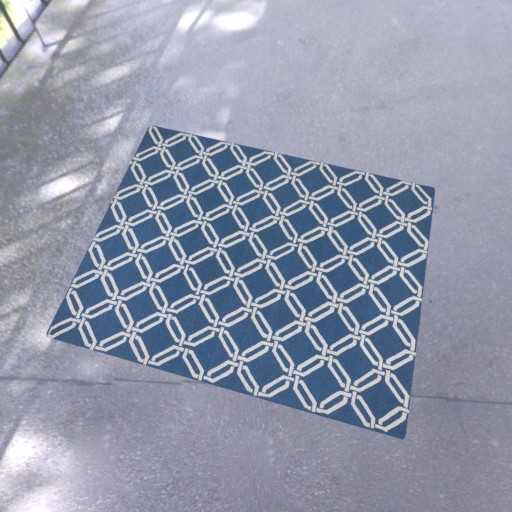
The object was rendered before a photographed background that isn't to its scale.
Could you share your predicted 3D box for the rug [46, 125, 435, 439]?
[{"bbox_3d":[0.000,0.000,3.840,2.867,0.020,2.277,14,65,7],"label":"rug"}]
